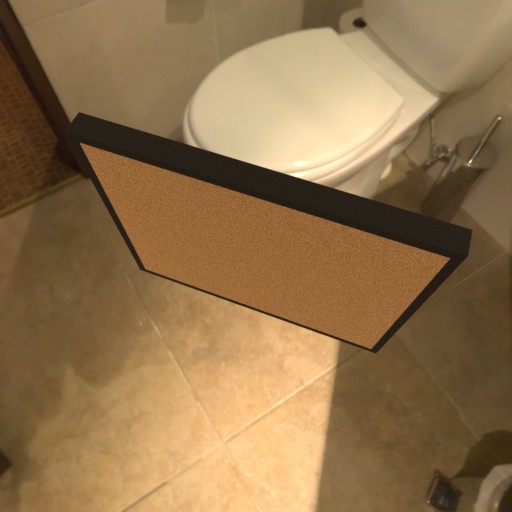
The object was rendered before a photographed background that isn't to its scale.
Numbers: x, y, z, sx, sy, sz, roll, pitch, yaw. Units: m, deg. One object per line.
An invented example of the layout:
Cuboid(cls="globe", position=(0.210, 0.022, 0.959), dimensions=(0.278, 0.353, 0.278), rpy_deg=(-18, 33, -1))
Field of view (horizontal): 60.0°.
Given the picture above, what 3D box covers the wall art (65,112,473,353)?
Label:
Cuboid(cls="wall art", position=(0.000, 0.000, 0.561), dimensions=(0.397, 0.325, 0.028), rpy_deg=(18, 65, 9))
